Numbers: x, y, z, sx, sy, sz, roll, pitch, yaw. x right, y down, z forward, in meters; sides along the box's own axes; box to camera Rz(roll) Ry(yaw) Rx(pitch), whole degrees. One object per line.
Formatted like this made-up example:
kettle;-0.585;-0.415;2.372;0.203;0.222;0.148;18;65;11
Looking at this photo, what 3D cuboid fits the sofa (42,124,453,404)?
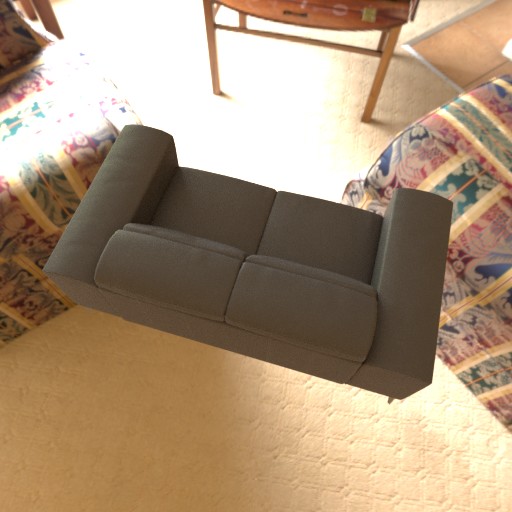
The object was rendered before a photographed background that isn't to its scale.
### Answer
sofa;0.000;0.000;2.432;1.895;0.779;1.003;15;64;7
